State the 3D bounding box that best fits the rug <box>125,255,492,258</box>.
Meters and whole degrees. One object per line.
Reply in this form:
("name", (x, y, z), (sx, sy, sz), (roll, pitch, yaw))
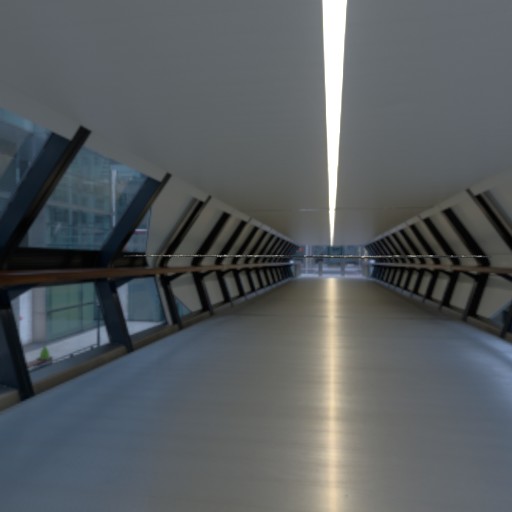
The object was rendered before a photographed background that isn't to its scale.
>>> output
("rug", (0.000, 0.000, 2.713), (0.807, 0.010, 2.476), (0, 0, -36))
